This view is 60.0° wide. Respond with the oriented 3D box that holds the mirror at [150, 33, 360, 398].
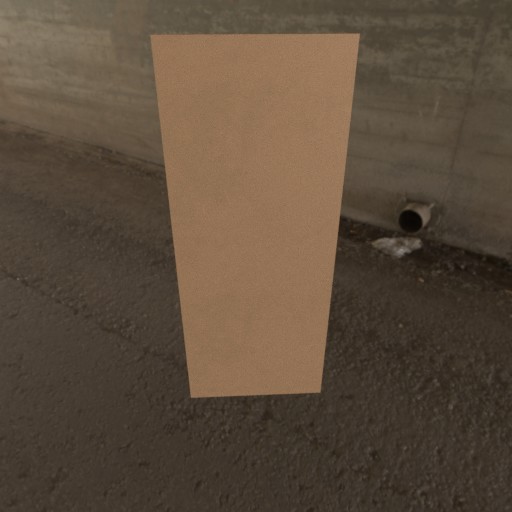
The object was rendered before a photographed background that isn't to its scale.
[{"bbox_3d":[0.000,0.000,2.259,0.812,2.031,0.026,-2,32,-2],"label":"mirror"}]
